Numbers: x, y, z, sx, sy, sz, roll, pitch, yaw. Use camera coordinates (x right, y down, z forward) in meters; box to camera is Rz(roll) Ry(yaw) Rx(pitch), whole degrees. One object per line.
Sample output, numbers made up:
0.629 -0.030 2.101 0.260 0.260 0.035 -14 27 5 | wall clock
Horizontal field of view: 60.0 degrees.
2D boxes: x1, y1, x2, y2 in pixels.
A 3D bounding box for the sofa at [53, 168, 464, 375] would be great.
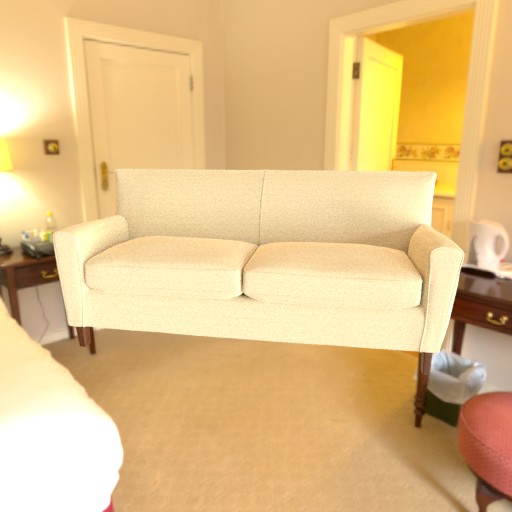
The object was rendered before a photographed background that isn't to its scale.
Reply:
0.000 0.000 2.486 2.001 0.907 0.841 2 15 9 | sofa
